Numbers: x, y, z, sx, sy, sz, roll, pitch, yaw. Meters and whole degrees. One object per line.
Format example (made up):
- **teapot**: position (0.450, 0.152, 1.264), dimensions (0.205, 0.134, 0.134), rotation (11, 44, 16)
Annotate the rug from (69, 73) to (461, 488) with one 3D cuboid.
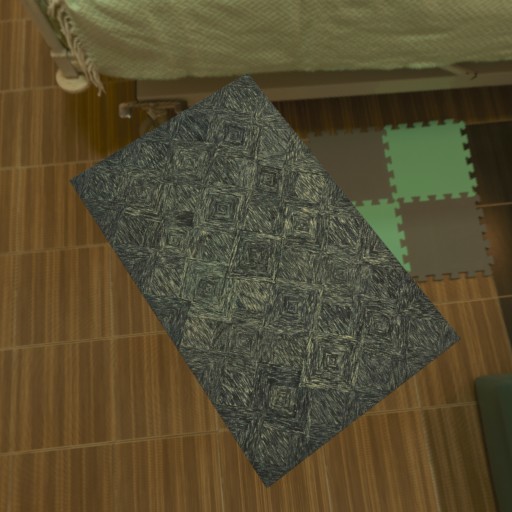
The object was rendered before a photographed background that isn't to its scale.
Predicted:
- **rug**: position (0.000, 0.000, 2.886), dimensions (1.478, 0.017, 2.330), rotation (-34, 78, -8)
